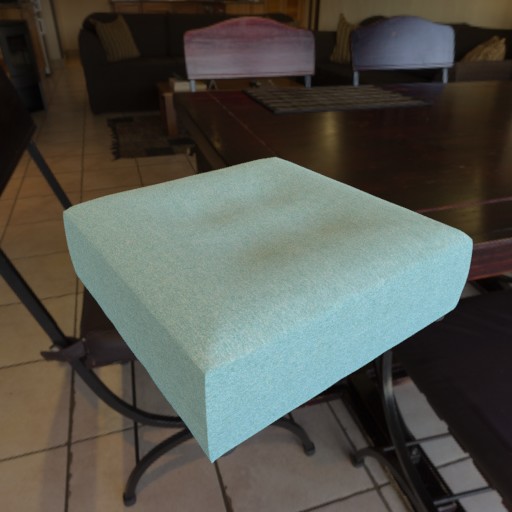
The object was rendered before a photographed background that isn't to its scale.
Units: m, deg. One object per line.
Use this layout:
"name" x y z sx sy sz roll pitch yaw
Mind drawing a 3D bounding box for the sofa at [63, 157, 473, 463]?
"sofa" 0.000 0.000 1.439 0.930 0.330 0.930 -21 36 -31
